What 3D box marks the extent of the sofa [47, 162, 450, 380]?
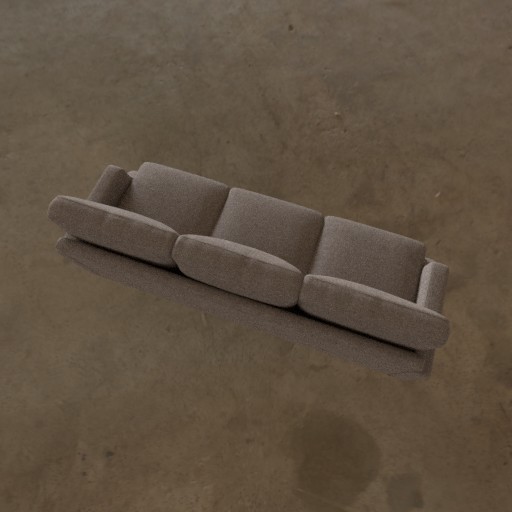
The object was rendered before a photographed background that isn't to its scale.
[{"bbox_3d":[0.000,0.000,2.619,2.115,0.984,0.888,18,65,8],"label":"sofa"}]
